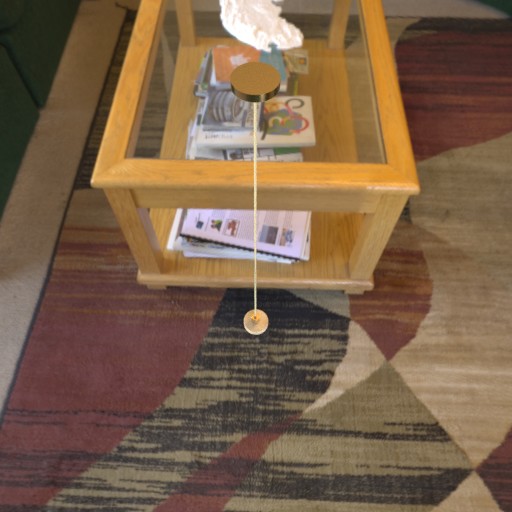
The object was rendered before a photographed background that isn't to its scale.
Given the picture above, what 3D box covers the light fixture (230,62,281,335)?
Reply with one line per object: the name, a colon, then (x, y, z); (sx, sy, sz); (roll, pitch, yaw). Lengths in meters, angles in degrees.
light fixture: (0.000, 0.000, 1.775); (0.129, 1.669, 0.129); (-14, 60, -8)
